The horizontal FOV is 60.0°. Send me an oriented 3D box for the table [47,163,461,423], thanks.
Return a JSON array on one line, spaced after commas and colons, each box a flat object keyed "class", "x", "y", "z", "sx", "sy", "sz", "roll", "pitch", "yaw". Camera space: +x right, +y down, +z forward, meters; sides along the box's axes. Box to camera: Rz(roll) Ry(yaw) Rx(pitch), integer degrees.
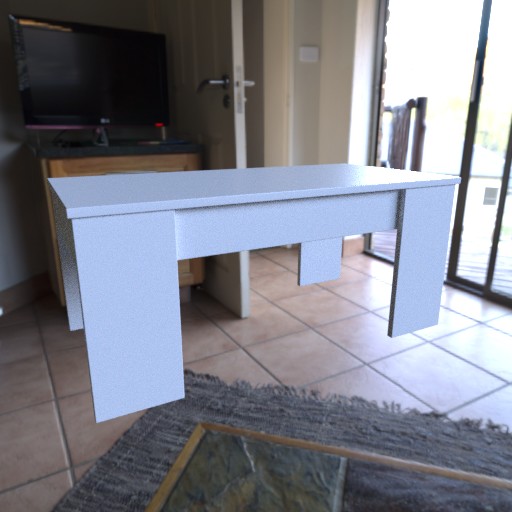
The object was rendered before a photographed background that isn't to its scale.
[{"class": "table", "x": 0.000, "y": 0.000, "z": 1.257, "sx": 1.000, "sy": 0.440, "sz": 0.500, "roll": -9, "pitch": 19, "yaw": -27}]
